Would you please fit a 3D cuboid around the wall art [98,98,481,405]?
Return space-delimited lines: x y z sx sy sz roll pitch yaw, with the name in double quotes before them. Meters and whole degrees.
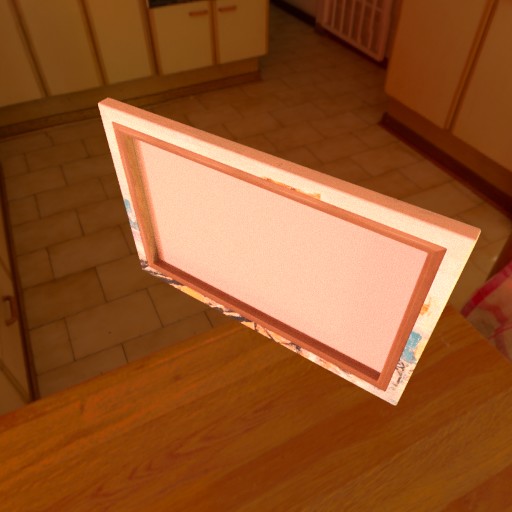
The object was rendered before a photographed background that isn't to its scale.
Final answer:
"wall art" 0.000 0.000 1.152 0.913 0.609 0.038 25 50 22
